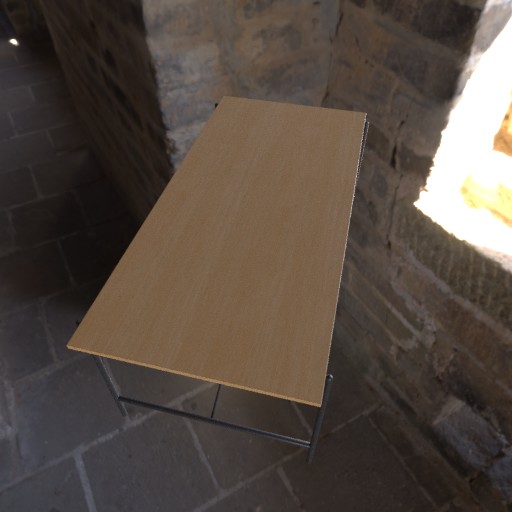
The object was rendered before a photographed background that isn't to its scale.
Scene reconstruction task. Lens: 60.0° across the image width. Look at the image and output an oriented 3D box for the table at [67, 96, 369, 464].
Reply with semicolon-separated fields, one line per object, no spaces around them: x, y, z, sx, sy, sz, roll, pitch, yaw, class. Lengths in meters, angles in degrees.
0.000;0.000;2.281;0.900;0.758;1.800;10;47;10;table
